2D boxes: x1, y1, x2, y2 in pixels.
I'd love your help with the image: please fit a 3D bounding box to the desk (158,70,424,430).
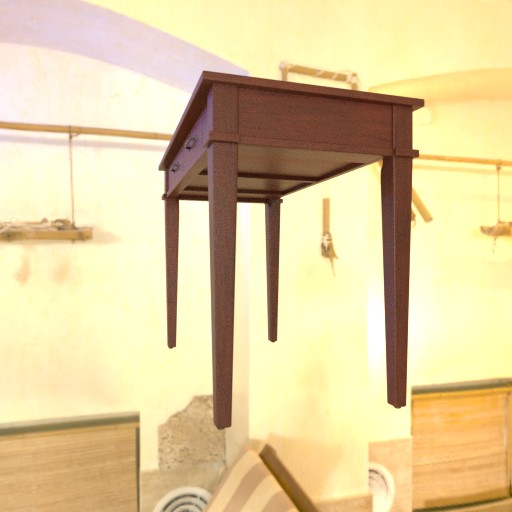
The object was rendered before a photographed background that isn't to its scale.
[{"bbox_3d":[0.000,0.000,1.475,0.549,0.762,1.001,0,0,-18],"label":"desk"}]
